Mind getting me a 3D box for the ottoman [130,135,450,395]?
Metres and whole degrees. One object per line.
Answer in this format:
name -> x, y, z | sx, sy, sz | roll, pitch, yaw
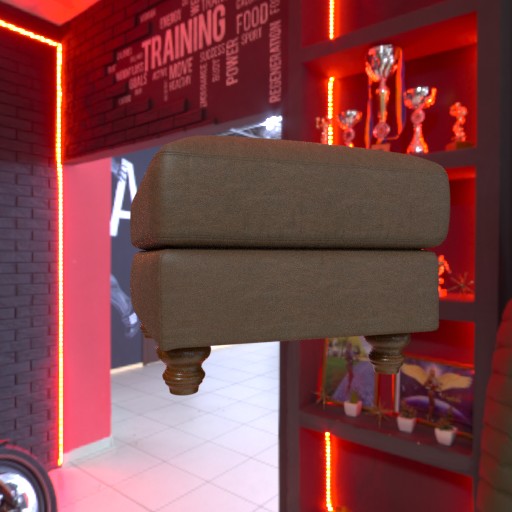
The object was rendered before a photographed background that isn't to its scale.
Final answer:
ottoman -> 0.000, 0.000, 1.181 | 0.635, 0.508, 0.787 | 0, 0, -19
